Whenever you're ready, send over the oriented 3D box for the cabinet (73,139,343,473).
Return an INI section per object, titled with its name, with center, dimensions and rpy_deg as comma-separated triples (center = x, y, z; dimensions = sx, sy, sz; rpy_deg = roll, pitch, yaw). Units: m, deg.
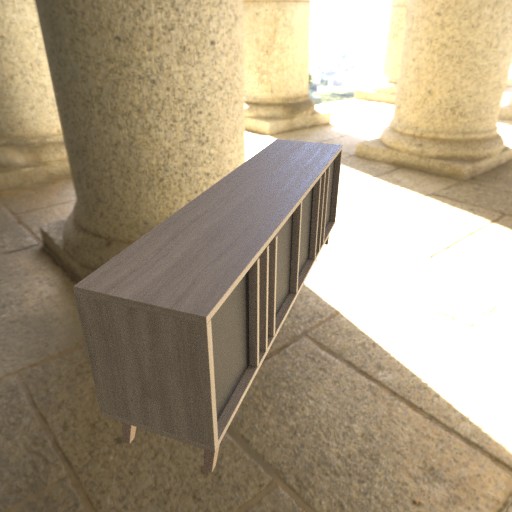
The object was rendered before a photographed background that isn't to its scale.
[cabinet]
center = 0.000, 0.000, 2.499
dimensions = 0.499, 0.779, 2.198
rpy_deg = 10, 30, 18
